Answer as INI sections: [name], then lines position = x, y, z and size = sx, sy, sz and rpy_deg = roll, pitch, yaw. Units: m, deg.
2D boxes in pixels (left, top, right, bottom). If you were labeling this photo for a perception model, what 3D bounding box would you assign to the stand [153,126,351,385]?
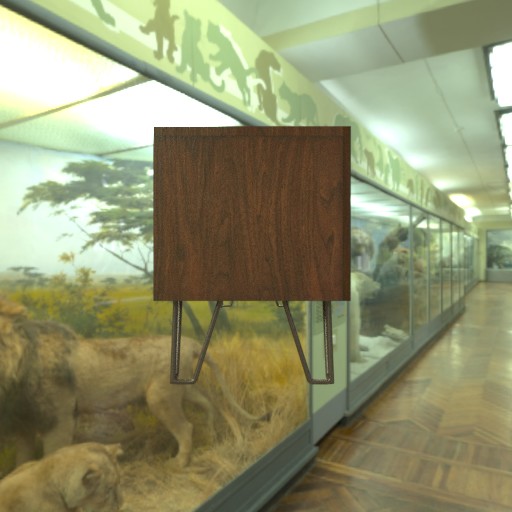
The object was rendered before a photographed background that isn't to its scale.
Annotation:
[stand]
position = 0.000, 0.000, 1.839
size = 0.481, 0.610, 1.626
rpy_deg = 0, 0, 0
